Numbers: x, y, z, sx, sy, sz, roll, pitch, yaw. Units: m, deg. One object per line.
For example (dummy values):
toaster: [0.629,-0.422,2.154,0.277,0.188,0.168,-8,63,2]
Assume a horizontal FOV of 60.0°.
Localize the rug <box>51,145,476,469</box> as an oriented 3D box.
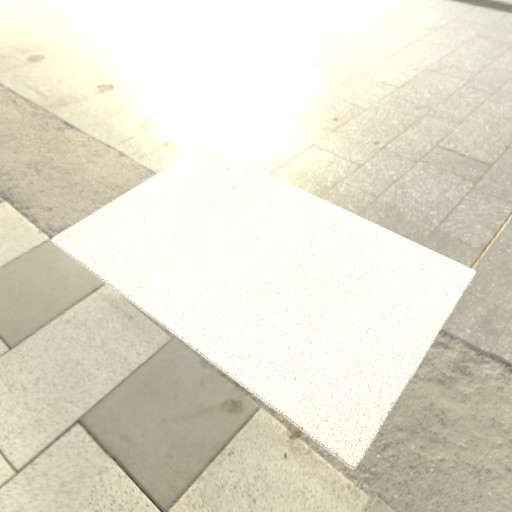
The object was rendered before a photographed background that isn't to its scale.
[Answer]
rug: [0.000,0.000,3.375,2.743,0.030,1.778,30,53,26]
